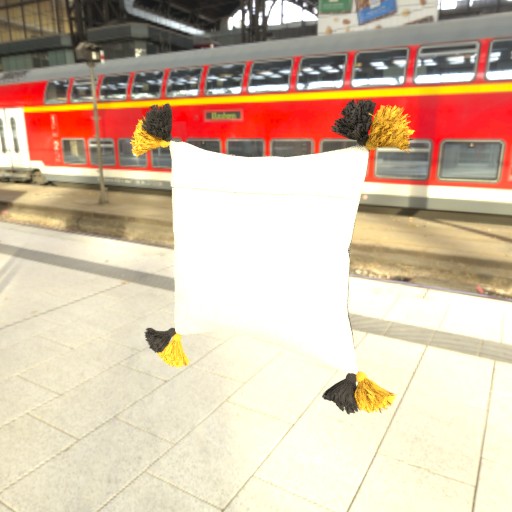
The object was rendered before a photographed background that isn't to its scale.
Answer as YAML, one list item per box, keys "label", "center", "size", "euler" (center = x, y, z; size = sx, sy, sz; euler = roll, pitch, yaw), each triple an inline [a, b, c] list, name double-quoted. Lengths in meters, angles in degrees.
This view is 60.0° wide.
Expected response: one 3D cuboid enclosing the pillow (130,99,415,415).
- label: "pillow"
  center: [0.000, 0.000, 0.985]
  size: [0.654, 0.659, 0.139]
  euler: [8, 17, 28]
